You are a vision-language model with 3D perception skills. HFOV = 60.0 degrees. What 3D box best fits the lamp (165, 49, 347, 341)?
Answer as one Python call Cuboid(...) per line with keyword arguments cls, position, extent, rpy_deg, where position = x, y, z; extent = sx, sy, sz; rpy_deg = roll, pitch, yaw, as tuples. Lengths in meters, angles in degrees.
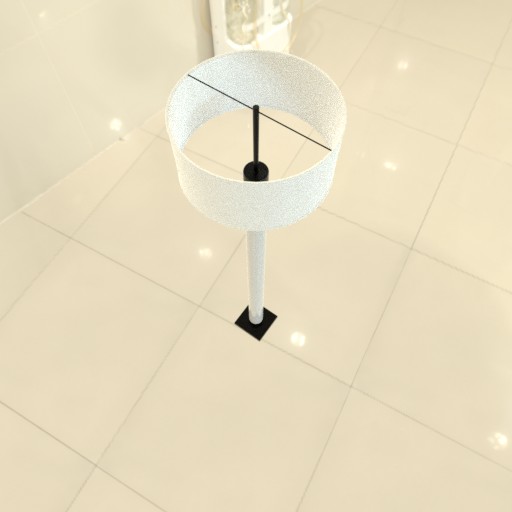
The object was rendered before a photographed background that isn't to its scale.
Cuboid(cls="lamp", position=(0.000, 0.000, 1.667), extent=(0.420, 1.475, 0.420), rpy_deg=(32, 67, 16))
